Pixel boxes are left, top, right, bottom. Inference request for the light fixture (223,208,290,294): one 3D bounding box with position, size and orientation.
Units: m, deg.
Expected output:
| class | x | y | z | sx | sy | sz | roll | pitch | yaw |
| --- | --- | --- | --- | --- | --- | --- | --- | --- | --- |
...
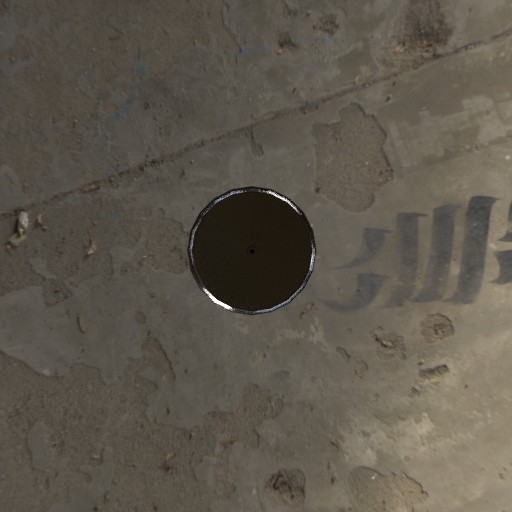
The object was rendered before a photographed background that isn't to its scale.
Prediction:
| class | x | y | z | sx | sy | sz | roll | pitch | yaw |
| --- | --- | --- | --- | --- | --- | --- | --- | --- | --- |
| light fixture | 0.000 | 0.000 | 1.621 | 0.303 | 1.535 | 0.303 | 0 | 89 | 0 |
